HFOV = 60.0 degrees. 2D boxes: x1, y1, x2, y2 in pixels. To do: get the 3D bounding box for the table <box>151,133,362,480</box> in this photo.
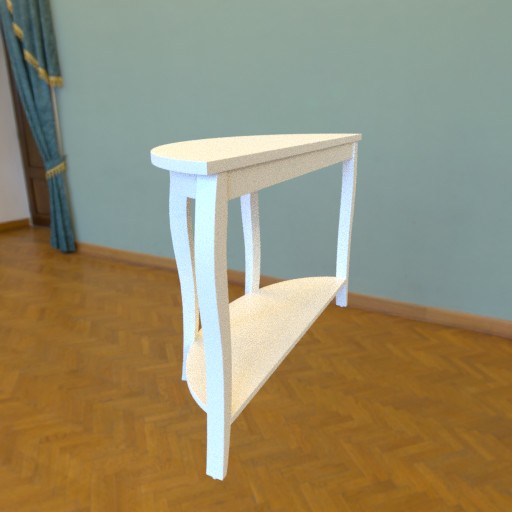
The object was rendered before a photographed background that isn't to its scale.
[{"bbox_3d":[0.000,0.000,1.547,0.394,0.780,1.219,9,20,25],"label":"table"}]
